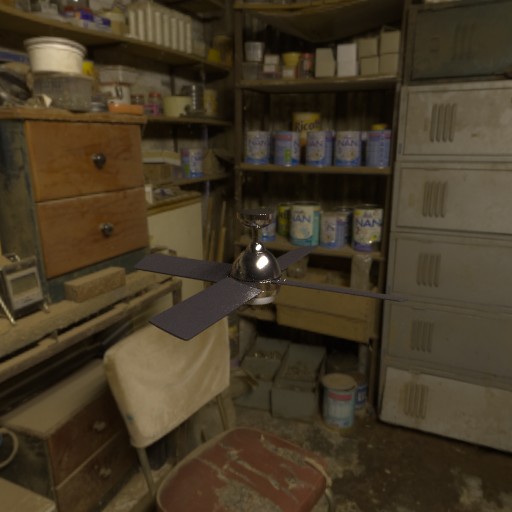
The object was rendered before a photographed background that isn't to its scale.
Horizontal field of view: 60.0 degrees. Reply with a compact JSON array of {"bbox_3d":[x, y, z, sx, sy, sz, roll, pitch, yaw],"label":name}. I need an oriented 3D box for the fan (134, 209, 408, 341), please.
[{"bbox_3d":[0.000,0.000,2.004,1.332,0.403,1.332,7,16,26],"label":"fan"}]
